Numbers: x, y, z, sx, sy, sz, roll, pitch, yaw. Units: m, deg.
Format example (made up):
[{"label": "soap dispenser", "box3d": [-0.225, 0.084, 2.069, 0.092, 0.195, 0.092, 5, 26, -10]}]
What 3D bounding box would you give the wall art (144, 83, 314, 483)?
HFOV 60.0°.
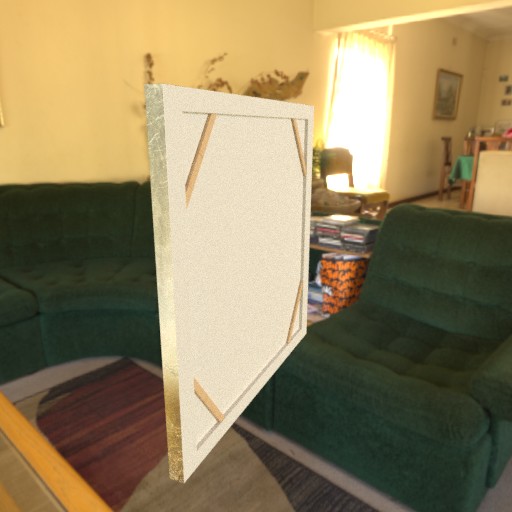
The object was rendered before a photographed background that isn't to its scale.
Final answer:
[{"label": "wall art", "box3d": [0.000, 0.000, 1.626, 0.051, 1.091, 1.092, 7, 18, 24]}]
